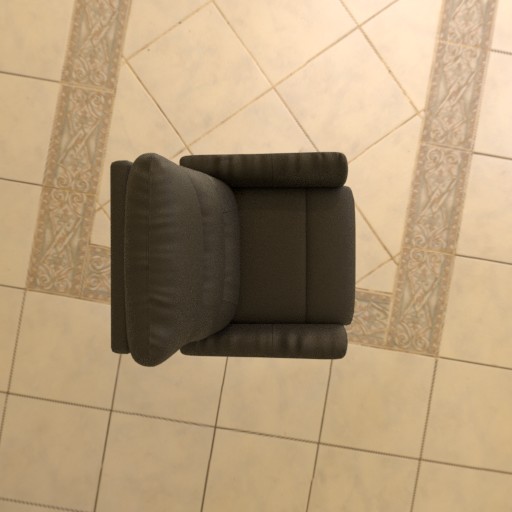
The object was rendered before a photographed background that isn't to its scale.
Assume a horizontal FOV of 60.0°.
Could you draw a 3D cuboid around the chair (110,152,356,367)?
[{"bbox_3d":[0.000,0.000,1.647,0.831,1.082,0.775,0,91,-1],"label":"chair"}]
